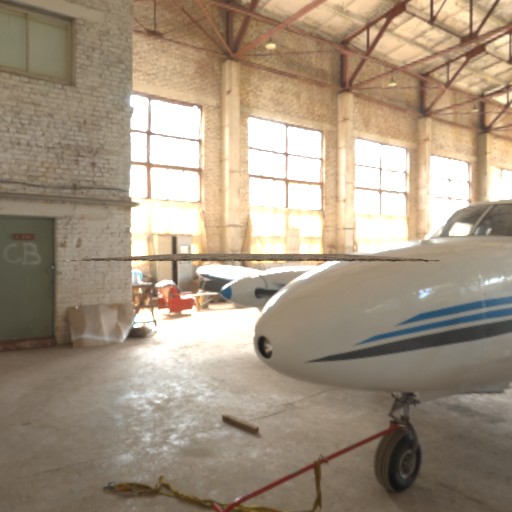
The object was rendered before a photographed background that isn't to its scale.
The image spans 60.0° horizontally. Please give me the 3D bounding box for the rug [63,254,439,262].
[{"bbox_3d":[0.000,0.000,2.985,1.524,0.011,2.438,0,1,1],"label":"rug"}]
